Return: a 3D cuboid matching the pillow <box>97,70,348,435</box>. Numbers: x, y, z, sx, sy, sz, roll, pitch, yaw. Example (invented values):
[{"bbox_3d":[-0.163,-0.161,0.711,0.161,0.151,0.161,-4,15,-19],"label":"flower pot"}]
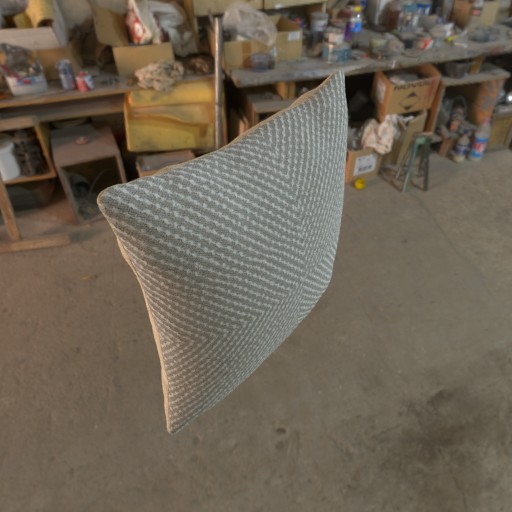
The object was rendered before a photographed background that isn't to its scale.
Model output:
[{"bbox_3d":[0.000,0.000,0.706,0.181,0.458,0.459,28,49,28],"label":"pillow"}]
